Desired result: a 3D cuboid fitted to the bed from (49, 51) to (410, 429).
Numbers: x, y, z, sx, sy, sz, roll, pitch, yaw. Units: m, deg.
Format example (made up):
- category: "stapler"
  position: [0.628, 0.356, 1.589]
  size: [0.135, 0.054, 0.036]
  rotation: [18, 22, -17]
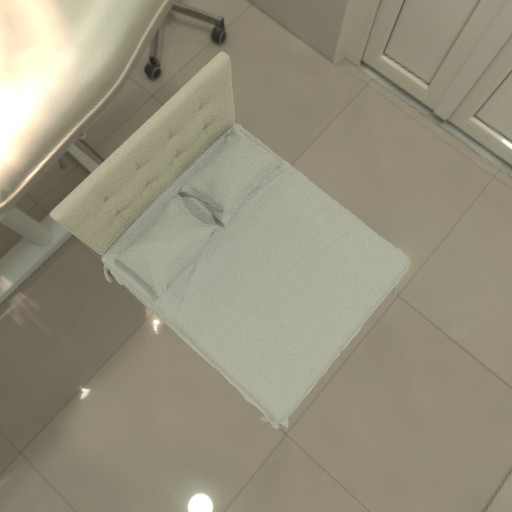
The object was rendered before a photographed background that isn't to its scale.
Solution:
- category: "bed"
  position: [0.000, 0.000, 3.514]
  size: [2.222, 1.577, 1.936]
  rotation: [40, 79, 10]
